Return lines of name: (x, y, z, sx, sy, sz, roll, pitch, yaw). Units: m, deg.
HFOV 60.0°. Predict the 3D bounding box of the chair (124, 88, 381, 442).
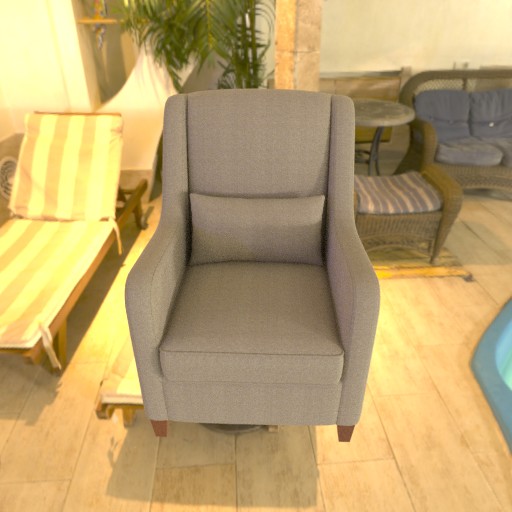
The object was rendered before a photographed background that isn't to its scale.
chair: (0.000, 0.000, 1.612, 0.715, 1.017, 0.890, 1, 31, 2)
